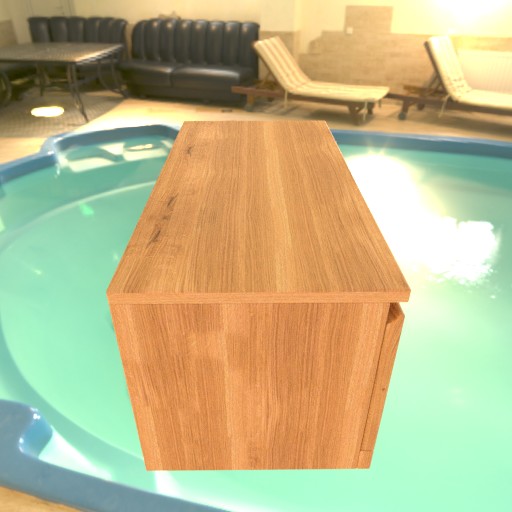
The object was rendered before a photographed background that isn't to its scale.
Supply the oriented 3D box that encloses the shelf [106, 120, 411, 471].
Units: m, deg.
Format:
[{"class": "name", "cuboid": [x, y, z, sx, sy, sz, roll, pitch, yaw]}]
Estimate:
[{"class": "shelf", "cuboid": [0.000, 0.000, 1.023, 0.400, 0.400, 0.800, 0, 32, 0]}]
